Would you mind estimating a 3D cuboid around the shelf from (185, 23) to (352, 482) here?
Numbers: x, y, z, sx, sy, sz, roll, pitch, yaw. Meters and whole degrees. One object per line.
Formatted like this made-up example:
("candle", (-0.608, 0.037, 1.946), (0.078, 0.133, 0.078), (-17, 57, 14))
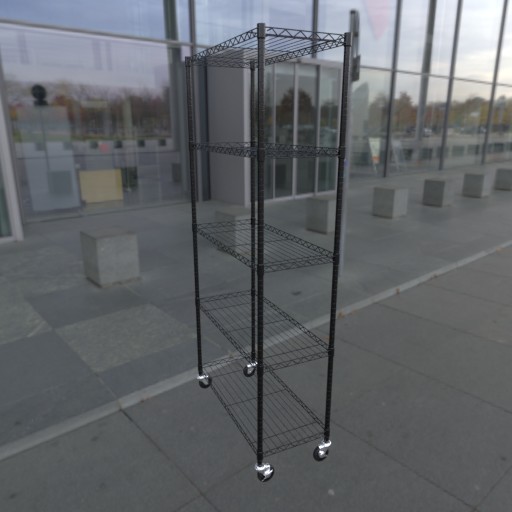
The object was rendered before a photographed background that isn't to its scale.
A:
("shelf", (0.000, 0.000, 1.902), (0.356, 1.645, 0.762), (-8, 18, -24))
